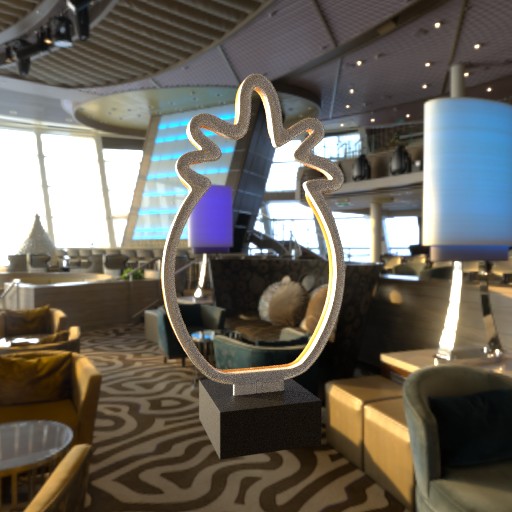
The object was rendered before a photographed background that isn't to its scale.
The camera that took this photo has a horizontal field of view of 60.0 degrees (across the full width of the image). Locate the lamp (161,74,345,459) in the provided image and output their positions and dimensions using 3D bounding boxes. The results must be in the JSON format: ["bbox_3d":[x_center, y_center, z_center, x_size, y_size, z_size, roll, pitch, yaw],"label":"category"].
[{"bbox_3d":[0.000,0.000,0.399,0.167,0.317,0.088,0,1,-18],"label":"lamp"}]
